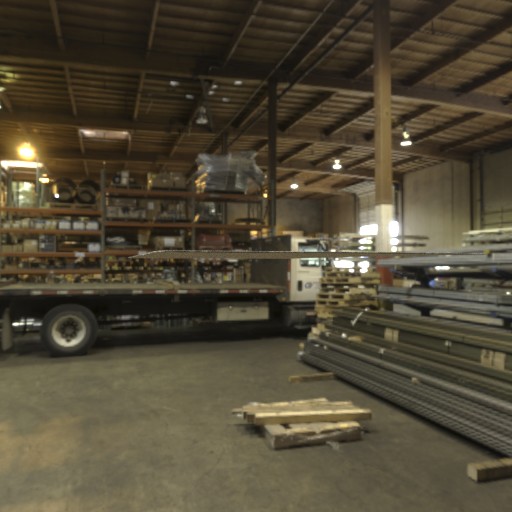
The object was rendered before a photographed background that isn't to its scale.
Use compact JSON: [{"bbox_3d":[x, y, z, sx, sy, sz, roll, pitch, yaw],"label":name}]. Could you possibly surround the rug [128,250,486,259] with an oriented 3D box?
[{"bbox_3d":[0.000,0.000,2.215,1.148,0.010,1.754,0,-1,-19],"label":"rug"}]
